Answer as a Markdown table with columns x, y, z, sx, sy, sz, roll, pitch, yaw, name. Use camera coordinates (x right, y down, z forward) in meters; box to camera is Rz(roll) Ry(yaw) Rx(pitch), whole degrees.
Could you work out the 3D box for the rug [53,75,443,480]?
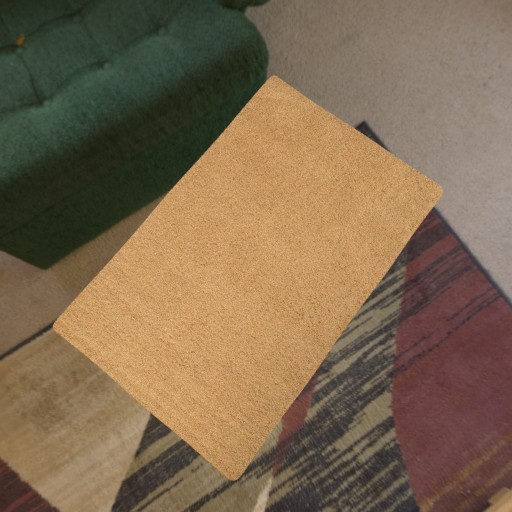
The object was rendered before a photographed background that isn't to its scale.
| x | y | z | sx | sy | sz | roll | pitch | yaw | name |
| --- | --- | --- | --- | --- | --- | --- | --- | --- | --- |
| 0.000 | 0.000 | 2.953 | 1.500 | 0.025 | 2.349 | 37 | 79 | 9 | rug |
